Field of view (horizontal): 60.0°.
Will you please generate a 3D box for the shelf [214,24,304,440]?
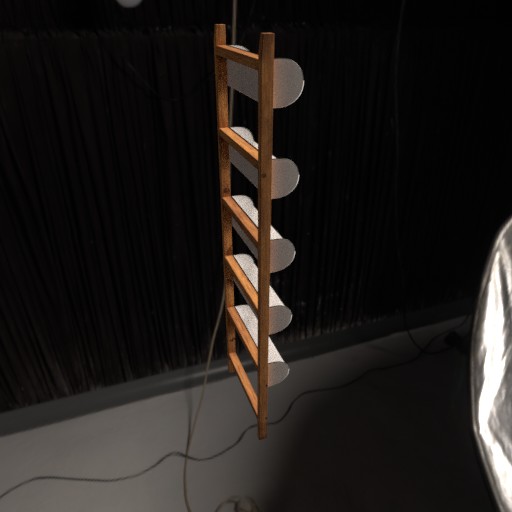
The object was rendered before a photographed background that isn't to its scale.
[{"bbox_3d":[0.000,0.000,1.746,0.141,1.600,0.454,-11,32,-18],"label":"shelf"}]
